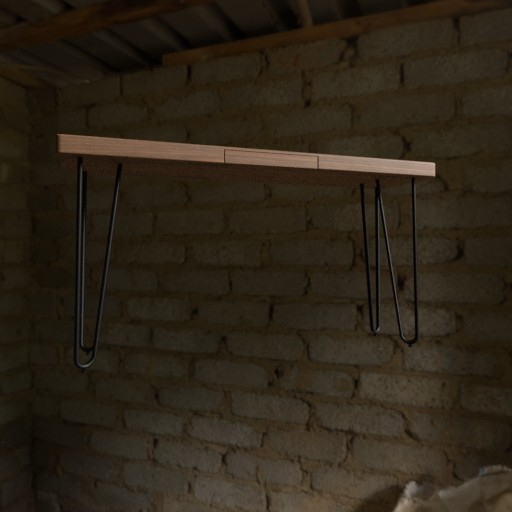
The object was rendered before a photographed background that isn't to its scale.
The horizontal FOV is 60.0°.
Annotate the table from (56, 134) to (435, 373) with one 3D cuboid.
[{"bbox_3d":[0.000,0.000,1.945,1.570,0.834,0.425,0,0,-18],"label":"table"}]
